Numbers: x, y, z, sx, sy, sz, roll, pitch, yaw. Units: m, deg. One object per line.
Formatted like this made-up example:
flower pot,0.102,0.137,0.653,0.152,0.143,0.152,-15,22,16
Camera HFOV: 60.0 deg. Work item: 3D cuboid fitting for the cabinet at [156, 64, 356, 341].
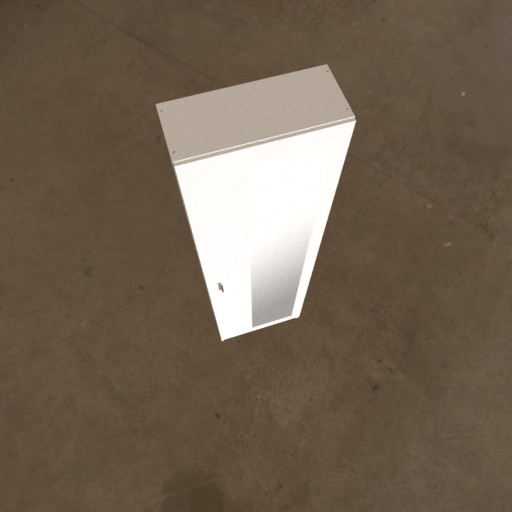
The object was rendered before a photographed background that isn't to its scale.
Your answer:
cabinet,0.000,0.000,2.000,0.500,1.790,0.230,-16,66,-7
